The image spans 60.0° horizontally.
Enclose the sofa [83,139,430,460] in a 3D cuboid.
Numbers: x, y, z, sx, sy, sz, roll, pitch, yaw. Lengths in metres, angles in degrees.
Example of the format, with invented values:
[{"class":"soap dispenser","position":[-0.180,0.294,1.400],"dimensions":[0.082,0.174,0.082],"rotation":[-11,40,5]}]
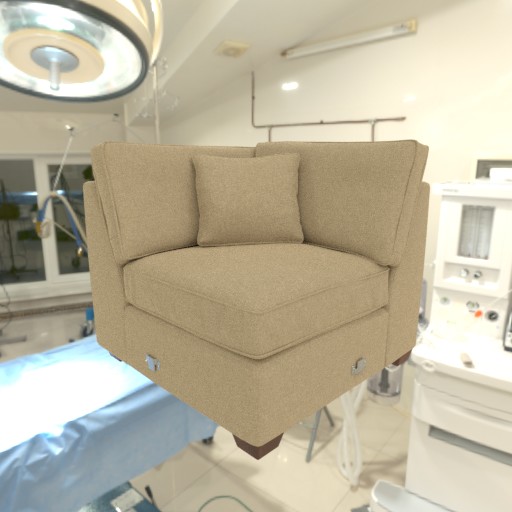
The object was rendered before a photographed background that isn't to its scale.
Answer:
[{"class":"sofa","position":[0.000,0.000,1.973],"dimensions":[1.084,1.002,1.146],"rotation":[-13,18,-44]}]
